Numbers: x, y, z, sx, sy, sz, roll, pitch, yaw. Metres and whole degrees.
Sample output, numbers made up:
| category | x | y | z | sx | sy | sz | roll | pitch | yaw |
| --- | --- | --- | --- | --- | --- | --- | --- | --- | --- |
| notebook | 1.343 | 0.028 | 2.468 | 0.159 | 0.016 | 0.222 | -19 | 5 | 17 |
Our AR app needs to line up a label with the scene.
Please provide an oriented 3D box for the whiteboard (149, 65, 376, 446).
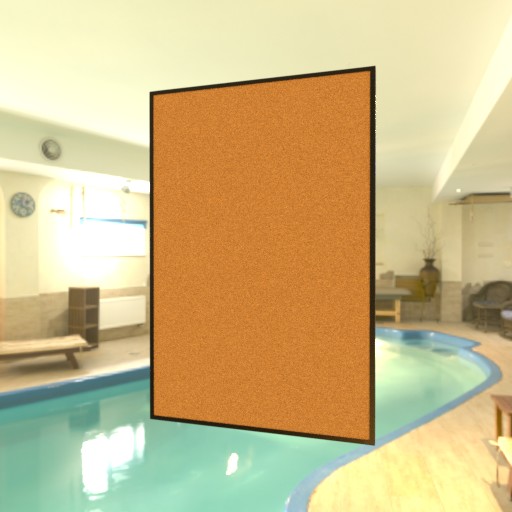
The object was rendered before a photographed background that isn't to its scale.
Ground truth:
| category | x | y | z | sx | sy | sz | roll | pitch | yaw |
| --- | --- | --- | --- | --- | --- | --- | --- | --- | --- |
| whiteboard | 0.000 | 0.000 | 0.779 | 0.406 | 0.611 | 0.026 | 0 | 0 | 17 |
